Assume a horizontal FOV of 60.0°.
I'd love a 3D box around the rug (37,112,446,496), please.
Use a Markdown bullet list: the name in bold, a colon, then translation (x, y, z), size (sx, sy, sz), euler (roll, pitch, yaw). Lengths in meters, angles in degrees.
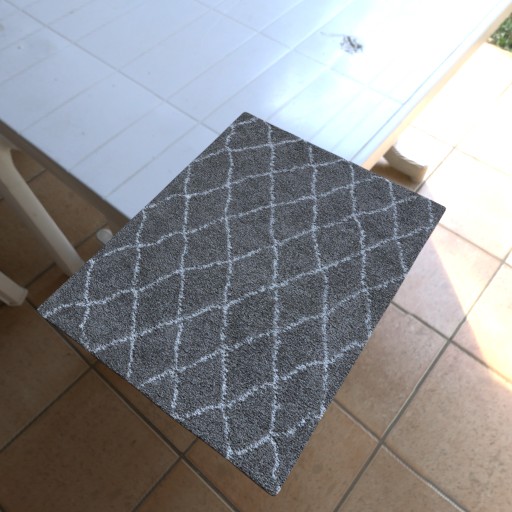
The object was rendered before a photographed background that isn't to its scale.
- **rug**: translation (0.000, 0.000, 4.048), size (2.438, 0.029, 3.047), euler (31, 63, 18)
